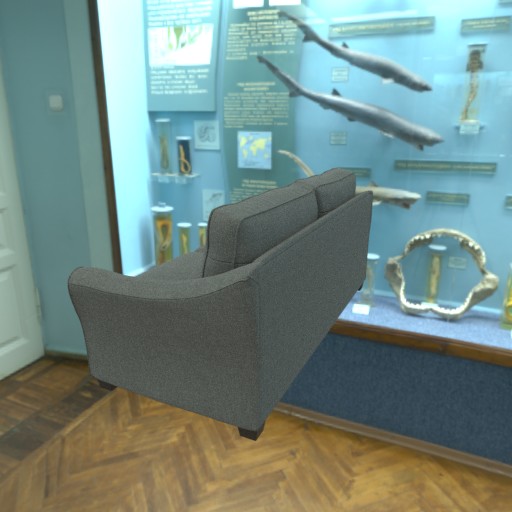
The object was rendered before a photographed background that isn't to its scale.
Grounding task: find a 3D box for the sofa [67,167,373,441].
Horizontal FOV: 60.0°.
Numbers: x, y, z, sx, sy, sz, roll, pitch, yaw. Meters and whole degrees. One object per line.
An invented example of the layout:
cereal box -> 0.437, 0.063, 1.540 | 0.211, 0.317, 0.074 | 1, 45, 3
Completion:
sofa -> 0.000, 0.000, 2.820 | 1.013, 0.976, 2.203 | 8, 19, 24
